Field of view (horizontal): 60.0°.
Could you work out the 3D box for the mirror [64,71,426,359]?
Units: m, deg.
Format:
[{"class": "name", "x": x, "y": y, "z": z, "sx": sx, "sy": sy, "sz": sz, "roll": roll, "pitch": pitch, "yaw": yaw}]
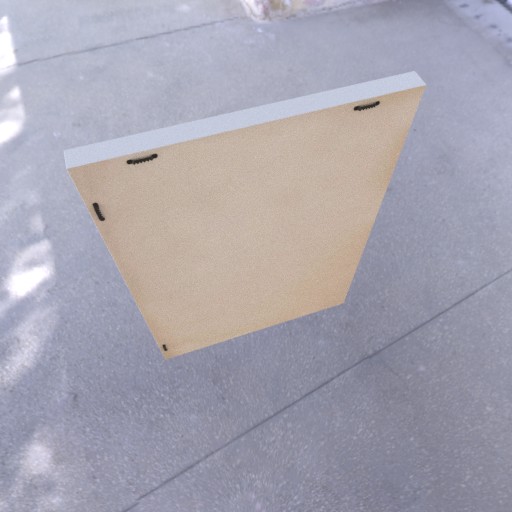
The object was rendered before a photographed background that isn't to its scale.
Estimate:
[{"class": "mirror", "x": 0.000, "y": 0.000, "z": 0.901, "sx": 0.507, "sy": 0.710, "sz": 0.039, "roll": -16, "pitch": 59, "yaw": -10}]
